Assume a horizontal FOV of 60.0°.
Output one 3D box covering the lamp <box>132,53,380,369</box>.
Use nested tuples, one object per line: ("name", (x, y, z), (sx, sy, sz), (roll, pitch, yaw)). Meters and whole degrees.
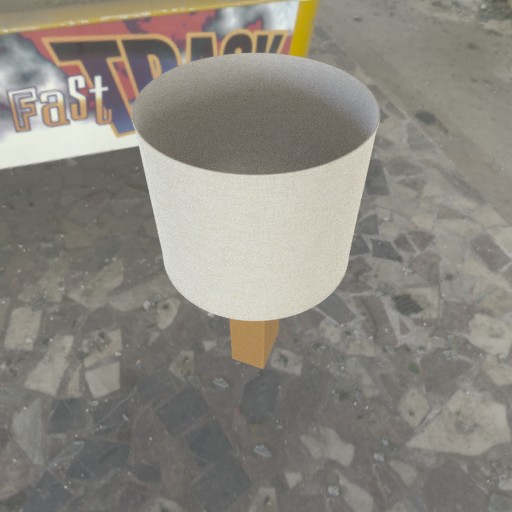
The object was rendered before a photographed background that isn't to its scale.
("lamp", (0.000, 0.000, 0.566), (0.229, 0.417, 0.229), (15, 48, 14))
